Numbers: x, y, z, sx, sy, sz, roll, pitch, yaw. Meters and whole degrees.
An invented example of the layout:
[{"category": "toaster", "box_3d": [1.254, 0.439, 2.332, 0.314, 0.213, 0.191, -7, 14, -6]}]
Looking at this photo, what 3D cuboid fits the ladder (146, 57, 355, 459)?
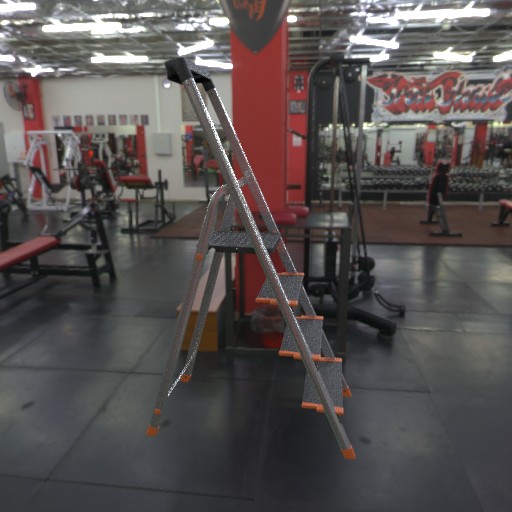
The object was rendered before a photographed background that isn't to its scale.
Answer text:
[{"category": "ladder", "box_3d": [0.000, 0.000, 1.768, 0.834, 1.429, 0.452, 2, 15, 9]}]
